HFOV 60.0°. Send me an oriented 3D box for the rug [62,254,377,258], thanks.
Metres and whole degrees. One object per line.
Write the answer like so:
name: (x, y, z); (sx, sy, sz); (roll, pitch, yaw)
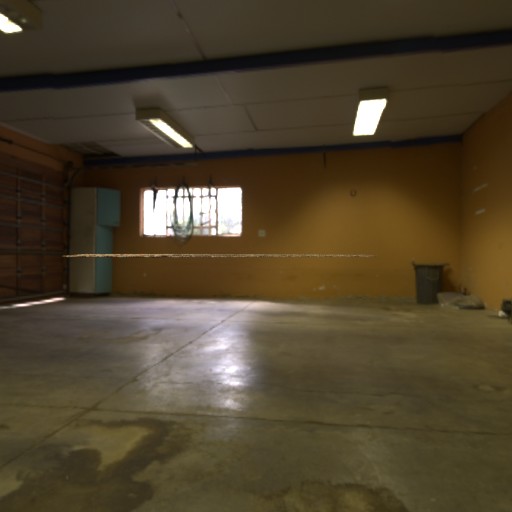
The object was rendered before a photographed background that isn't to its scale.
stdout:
rug: (0.000, 0.000, 2.913); (2.378, 0.018, 1.324); (0, 0, -36)
